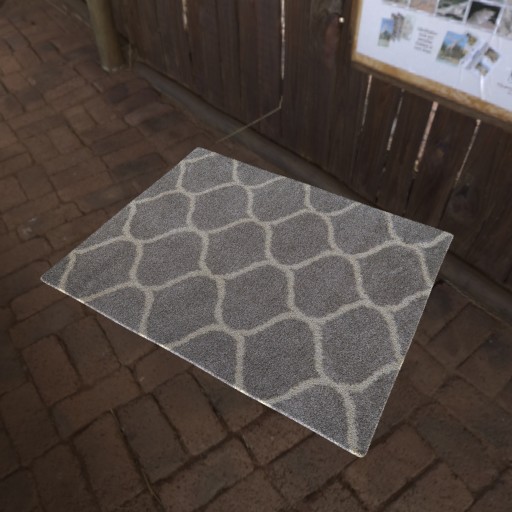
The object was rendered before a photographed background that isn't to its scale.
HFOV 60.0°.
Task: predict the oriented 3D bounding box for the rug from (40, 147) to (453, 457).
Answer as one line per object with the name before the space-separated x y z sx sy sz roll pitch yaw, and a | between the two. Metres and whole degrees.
rug | 0.000 0.000 4.062 3.000 0.026 2.399 23 51 20
